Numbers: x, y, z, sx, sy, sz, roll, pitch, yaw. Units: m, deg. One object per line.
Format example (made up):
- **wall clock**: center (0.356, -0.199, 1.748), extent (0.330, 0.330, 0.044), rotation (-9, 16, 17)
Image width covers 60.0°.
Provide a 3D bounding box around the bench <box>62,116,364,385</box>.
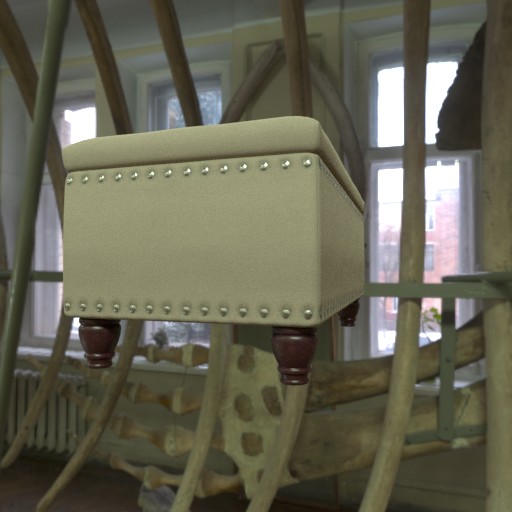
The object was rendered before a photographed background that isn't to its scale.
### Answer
- **bench**: center (0.000, 0.000, 1.182), extent (0.500, 0.449, 0.887), rotation (-1, -2, 18)
